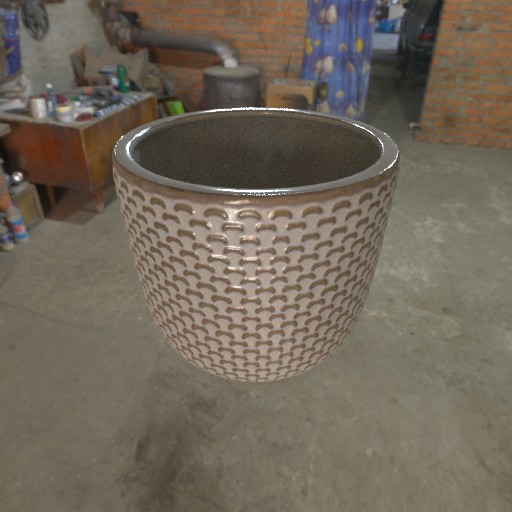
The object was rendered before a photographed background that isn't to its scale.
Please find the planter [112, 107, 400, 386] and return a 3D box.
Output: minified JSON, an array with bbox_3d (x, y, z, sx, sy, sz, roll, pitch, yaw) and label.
[{"bbox_3d":[0.000,0.000,0.358,0.197,0.191,0.197,0,32,0],"label":"planter"}]
